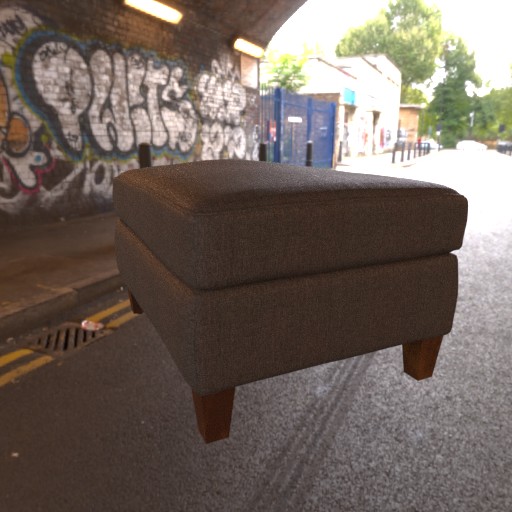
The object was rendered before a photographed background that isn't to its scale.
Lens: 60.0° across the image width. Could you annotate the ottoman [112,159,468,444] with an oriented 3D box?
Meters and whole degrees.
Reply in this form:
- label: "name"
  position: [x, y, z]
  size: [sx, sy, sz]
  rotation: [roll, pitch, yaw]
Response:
- label: "ottoman"
  position: [0.000, 0.000, 1.193]
  size: [0.639, 0.496, 0.826]
  rotation: [-7, 16, -25]
